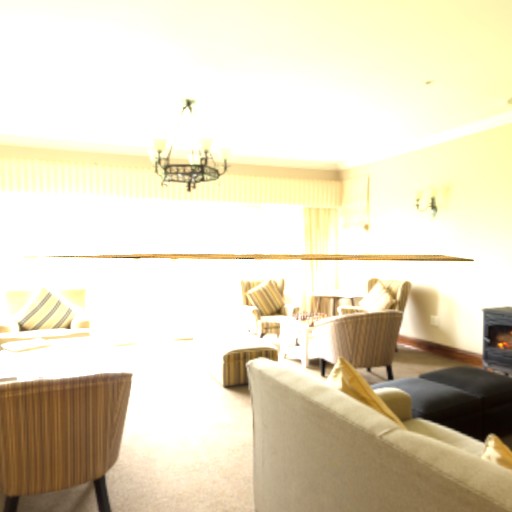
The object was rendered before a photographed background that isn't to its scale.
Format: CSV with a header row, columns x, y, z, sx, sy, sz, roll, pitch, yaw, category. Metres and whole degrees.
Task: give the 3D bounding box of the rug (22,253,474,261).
x,y,z,sx,sy,sz,roll,pitch,yaw,category
0.000,0.000,2.961,2.423,0.008,1.513,0,1,18,rug
